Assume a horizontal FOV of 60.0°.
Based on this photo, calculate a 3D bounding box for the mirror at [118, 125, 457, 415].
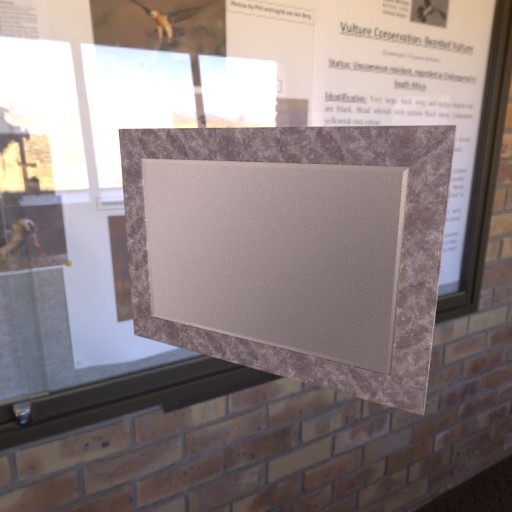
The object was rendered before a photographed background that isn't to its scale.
[{"bbox_3d":[0.000,0.000,1.426,1.101,0.795,0.022,8,17,28],"label":"mirror"}]
